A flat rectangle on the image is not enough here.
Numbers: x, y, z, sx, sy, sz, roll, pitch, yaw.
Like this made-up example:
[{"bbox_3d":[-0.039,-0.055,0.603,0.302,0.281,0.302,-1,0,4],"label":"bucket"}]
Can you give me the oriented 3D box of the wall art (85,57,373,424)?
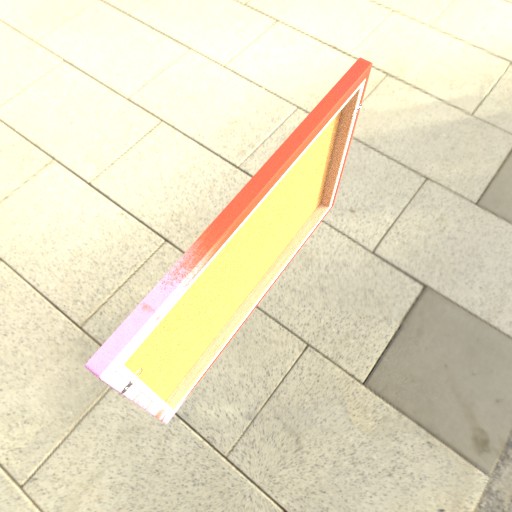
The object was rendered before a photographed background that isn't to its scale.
[{"bbox_3d":[0.000,0.000,1.158,0.040,0.609,0.913,33,67,16],"label":"wall art"}]
